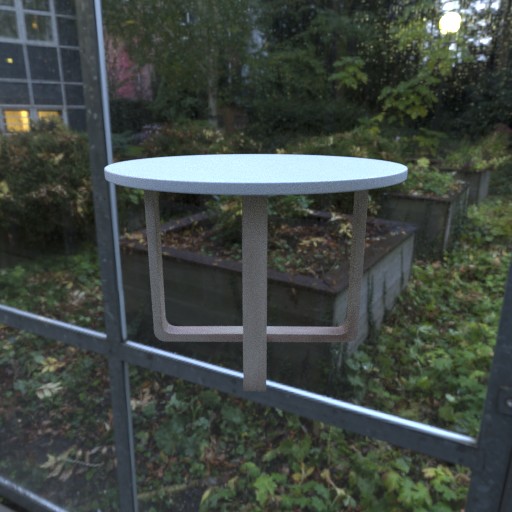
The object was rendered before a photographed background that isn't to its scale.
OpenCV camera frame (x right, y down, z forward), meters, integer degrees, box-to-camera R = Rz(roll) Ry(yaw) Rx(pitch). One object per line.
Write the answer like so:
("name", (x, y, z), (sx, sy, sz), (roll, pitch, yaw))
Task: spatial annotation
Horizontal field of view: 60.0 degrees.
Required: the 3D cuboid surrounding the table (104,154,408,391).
("table", (0.000, 0.000, 0.979), (0.600, 0.400, 0.600), (0, 17, 0))
